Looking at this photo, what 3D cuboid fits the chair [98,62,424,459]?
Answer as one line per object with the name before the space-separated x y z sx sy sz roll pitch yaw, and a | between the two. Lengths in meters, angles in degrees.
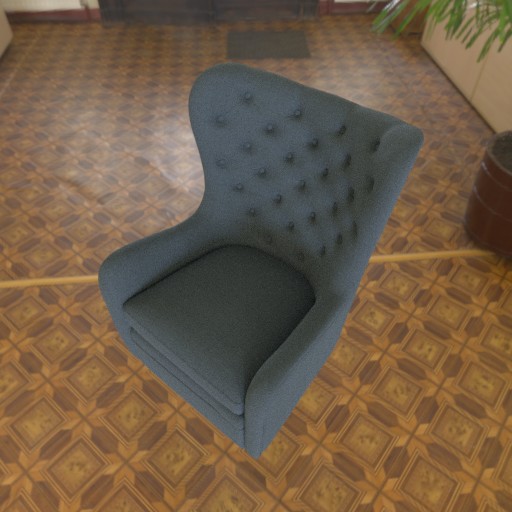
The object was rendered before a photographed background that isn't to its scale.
chair | 0.000 0.000 1.692 0.831 1.079 0.930 31 54 25
